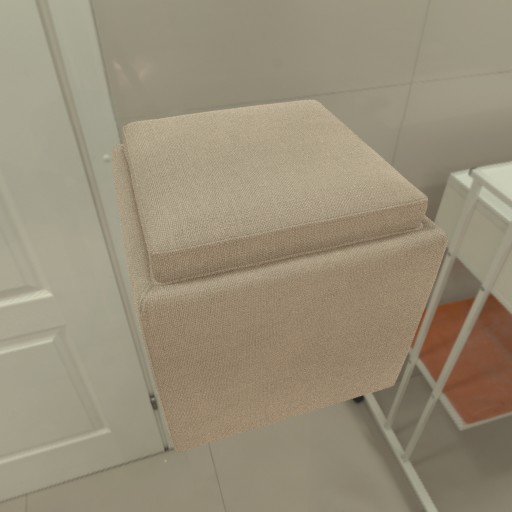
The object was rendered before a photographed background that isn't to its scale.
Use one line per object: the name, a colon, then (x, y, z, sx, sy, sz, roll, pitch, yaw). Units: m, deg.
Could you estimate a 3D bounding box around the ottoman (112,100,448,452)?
ottoman: (0.000, 0.000, 0.830, 0.451, 0.460, 0.450, -12, 42, -14)
